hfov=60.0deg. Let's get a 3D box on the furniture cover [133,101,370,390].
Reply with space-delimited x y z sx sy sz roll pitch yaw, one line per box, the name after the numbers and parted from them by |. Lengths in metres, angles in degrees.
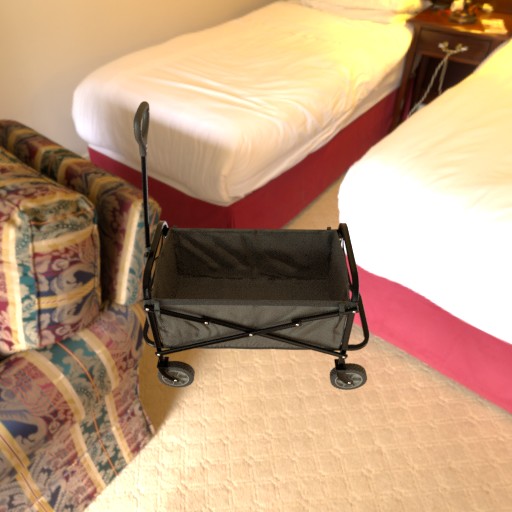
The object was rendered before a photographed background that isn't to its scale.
0.000 0.000 1.860 1.038 1.295 0.532 1 42 1 | furniture cover
